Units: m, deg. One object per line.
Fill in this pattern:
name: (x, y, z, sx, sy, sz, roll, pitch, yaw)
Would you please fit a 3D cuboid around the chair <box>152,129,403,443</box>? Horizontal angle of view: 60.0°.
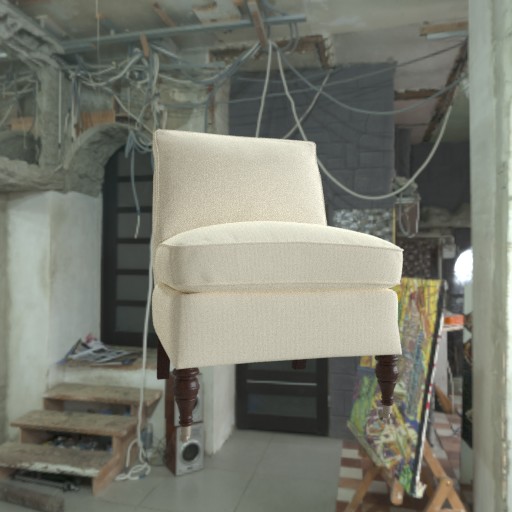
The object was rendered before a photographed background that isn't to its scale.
chair: (0.000, 0.000, 1.419, 0.630, 0.887, 0.781, 0, -1, -16)
